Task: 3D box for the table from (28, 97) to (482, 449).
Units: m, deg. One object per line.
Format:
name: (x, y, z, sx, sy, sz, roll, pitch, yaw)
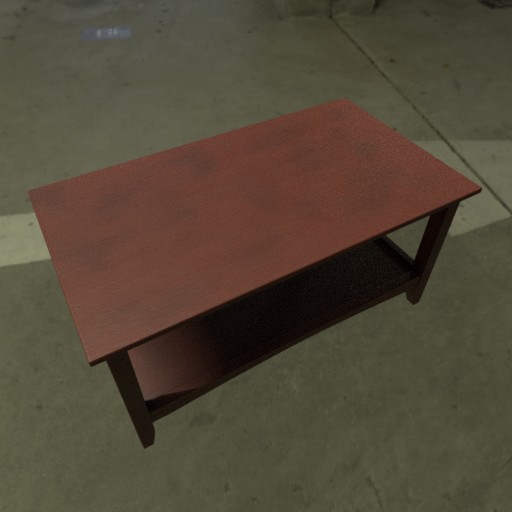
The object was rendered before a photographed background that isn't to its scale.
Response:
table: (0.000, 0.000, 1.215, 0.943, 0.456, 0.533, -23, 50, -20)
